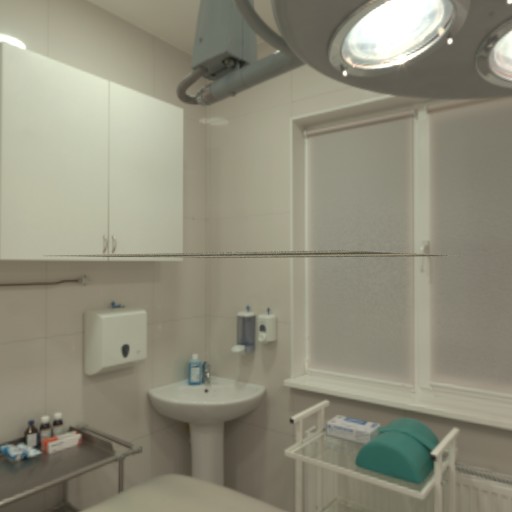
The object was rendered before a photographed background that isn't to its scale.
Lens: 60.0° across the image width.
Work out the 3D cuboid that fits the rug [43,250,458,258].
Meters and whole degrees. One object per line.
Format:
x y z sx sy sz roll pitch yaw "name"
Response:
0.000 0.000 4.094 3.037 0.004 2.453 -1 -1 37 "rug"
